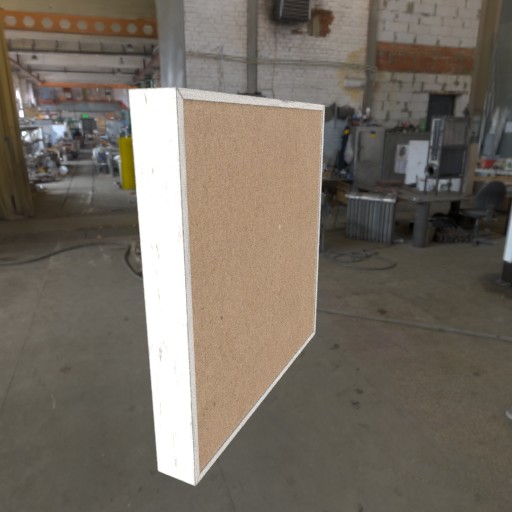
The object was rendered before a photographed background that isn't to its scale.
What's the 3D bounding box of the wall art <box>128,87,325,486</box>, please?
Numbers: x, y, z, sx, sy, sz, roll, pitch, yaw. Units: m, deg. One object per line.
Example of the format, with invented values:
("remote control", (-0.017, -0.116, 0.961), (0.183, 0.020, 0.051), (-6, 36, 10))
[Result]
("wall art", (0.000, 0.000, 0.457), (0.038, 0.305, 0.305), (8, 18, 25))
